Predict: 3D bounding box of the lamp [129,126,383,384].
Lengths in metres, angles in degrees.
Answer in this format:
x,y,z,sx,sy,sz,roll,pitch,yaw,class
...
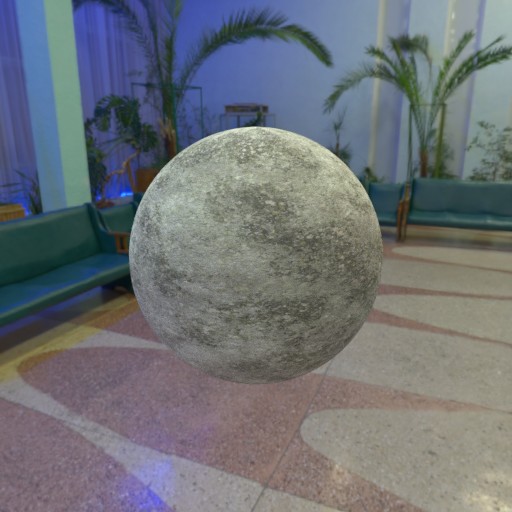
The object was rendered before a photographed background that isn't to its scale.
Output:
x,y,z,sx,sy,sz,roll,pitch,yaw,class
0.000,0.000,0.766,0.422,0.429,0.422,0,16,0,lamp
